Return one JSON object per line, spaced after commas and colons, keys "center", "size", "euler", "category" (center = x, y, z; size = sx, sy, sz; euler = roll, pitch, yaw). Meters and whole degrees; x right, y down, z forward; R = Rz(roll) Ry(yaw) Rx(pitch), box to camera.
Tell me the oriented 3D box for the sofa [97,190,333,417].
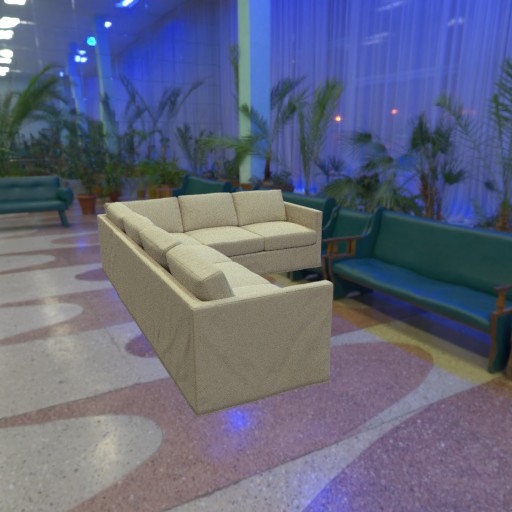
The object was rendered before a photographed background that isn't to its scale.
{"center": [0.000, 0.000, 4.277], "size": [2.432, 0.871, 3.182], "euler": [-8, 17, -27], "category": "sofa"}
